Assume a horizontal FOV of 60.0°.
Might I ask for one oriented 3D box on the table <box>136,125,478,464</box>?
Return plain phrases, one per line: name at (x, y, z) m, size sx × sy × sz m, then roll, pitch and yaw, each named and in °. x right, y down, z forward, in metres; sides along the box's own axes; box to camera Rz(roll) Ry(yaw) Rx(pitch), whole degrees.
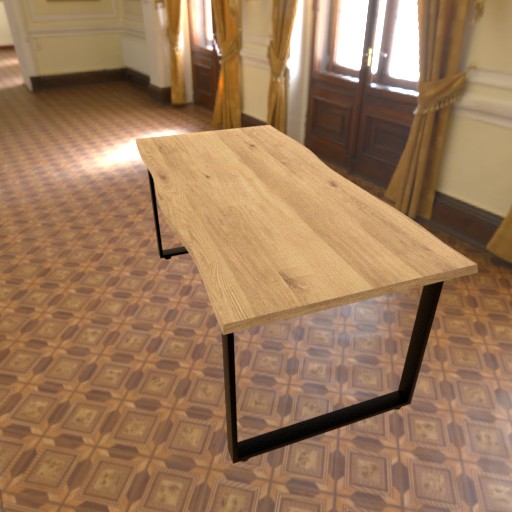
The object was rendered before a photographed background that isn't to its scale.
table at (0.000, 0.000, 2.240) m, size 0.900 × 0.780 × 1.800 m, roll -11°, pitch 33°, yaw -17°
